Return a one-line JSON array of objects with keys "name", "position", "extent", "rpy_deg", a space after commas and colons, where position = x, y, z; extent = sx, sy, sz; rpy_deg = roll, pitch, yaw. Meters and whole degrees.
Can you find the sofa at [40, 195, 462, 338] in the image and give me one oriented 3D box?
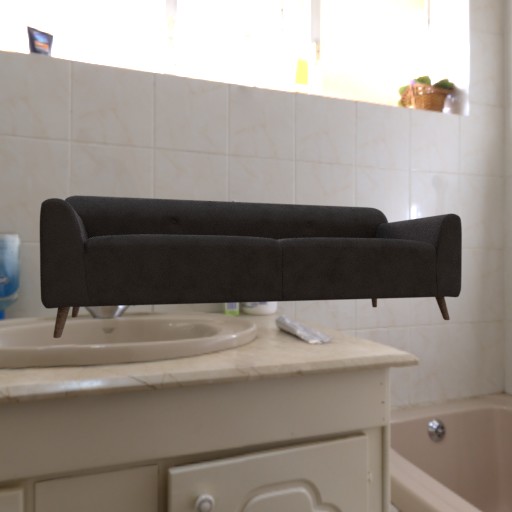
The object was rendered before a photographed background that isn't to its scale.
[{"name": "sofa", "position": [0.000, 0.000, 2.616], "extent": [2.190, 0.740, 0.900], "rpy_deg": [0, -1, -17]}]
